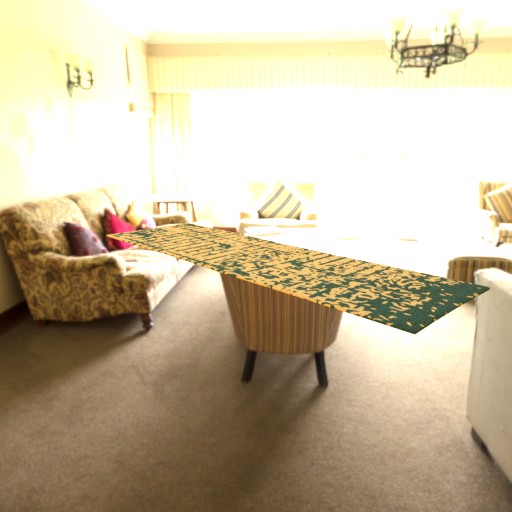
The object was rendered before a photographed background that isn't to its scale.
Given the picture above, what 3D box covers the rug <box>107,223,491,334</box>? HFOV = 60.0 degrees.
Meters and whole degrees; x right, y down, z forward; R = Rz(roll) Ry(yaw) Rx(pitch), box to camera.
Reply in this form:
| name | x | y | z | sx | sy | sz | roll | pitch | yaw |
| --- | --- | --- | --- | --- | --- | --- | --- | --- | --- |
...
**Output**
| name | x | y | z | sx | sy | sz | roll | pitch | yaw |
| --- | --- | --- | --- | --- | --- | --- | --- | --- | --- |
| rug | 0.000 | 0.000 | 2.698 | 0.750 | 0.011 | 2.435 | -13 | 19 | -42 |
